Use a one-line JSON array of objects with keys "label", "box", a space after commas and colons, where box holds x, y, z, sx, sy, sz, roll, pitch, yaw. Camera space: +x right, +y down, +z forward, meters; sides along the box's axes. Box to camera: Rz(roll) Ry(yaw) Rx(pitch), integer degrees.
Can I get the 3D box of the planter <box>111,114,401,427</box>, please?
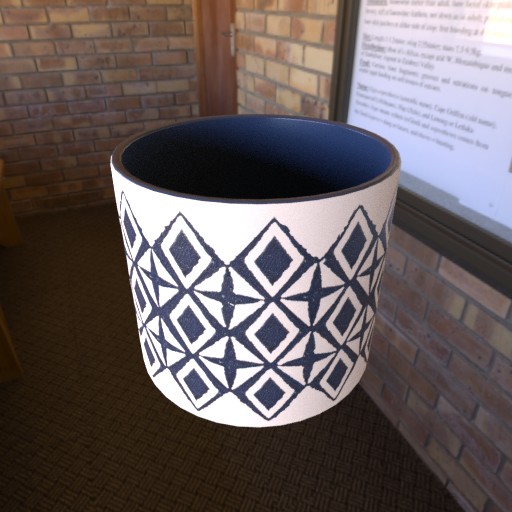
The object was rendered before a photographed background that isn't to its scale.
[{"label": "planter", "box": [0.000, 0.000, 0.327, 0.182, 0.165, 0.182, 0, 31, 0]}]
